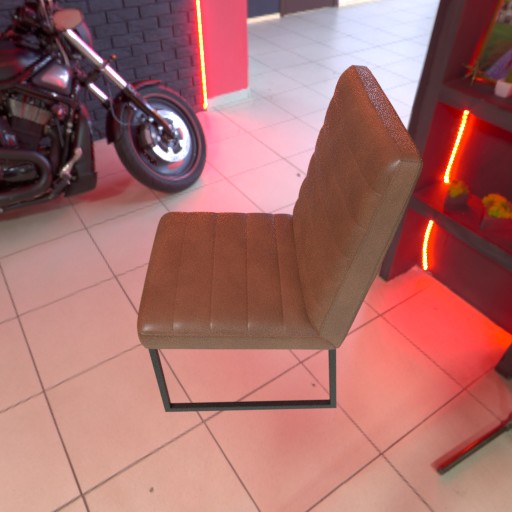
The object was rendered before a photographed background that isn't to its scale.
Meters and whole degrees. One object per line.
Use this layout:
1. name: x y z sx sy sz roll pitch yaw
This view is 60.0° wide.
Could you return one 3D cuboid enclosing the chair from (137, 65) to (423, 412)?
1. chair: 0.000 0.000 1.298 0.634 0.930 0.520 -1 42 -1
